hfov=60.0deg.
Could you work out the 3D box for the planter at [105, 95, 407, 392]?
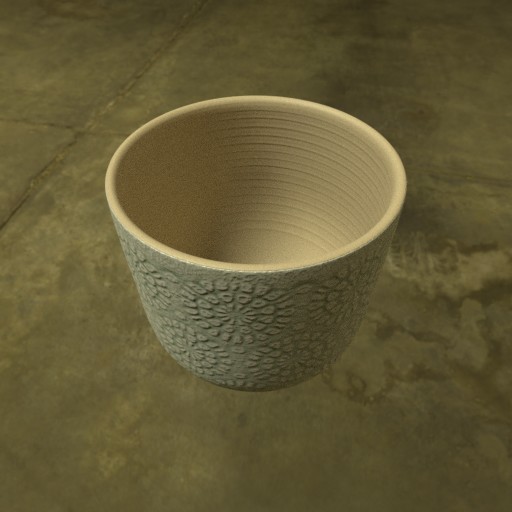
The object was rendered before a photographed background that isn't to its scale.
[{"bbox_3d":[0.000,0.000,0.308,0.169,0.153,0.169,0,46,0],"label":"planter"}]
